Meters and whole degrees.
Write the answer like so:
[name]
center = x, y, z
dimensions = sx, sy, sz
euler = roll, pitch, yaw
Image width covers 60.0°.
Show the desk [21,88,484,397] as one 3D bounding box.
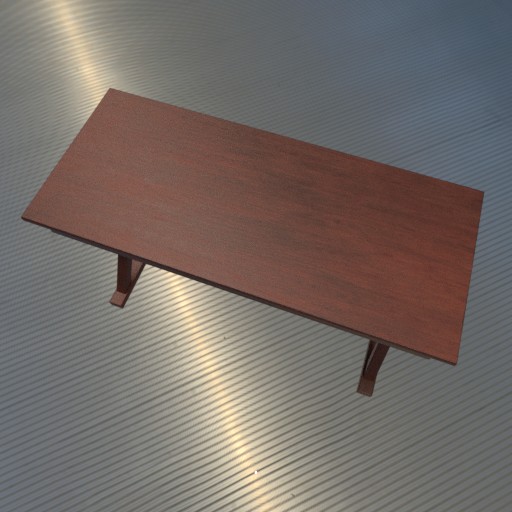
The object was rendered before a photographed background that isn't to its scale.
[desk]
center = 0.000, 0.000, 1.767
dimensions = 1.372, 0.761, 0.600
euler = 18, 65, 9
